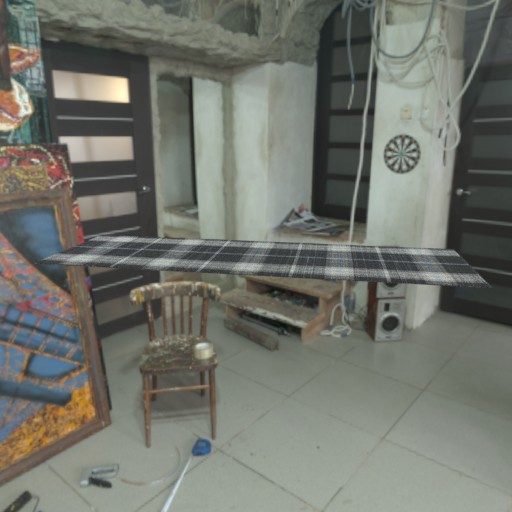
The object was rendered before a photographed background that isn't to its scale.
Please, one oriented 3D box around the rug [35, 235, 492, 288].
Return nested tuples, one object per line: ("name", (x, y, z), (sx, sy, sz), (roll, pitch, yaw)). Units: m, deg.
("rug", (0.000, 0.000, 2.677), (2.434, 0.012, 0.760), (3, 15, 10))
